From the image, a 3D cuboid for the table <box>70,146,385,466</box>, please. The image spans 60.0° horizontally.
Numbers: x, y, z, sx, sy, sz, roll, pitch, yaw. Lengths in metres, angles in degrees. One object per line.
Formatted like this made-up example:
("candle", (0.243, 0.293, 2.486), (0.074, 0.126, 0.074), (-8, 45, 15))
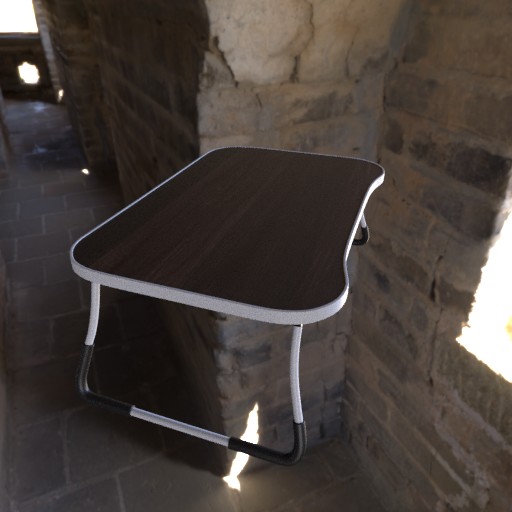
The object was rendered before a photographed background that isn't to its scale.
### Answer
("table", (0.000, 0.000, 0.847), (0.400, 0.232, 0.660), (10, 32, 17))
